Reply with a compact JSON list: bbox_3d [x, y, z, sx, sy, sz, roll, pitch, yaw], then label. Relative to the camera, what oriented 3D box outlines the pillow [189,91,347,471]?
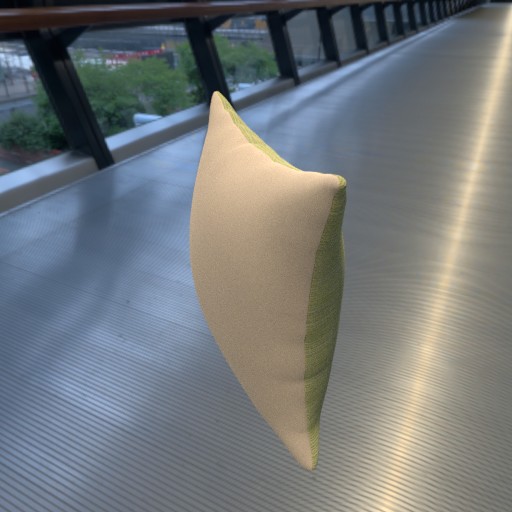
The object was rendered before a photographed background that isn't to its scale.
[{"bbox_3d":[0.000,0.000,0.800,0.229,0.487,0.560,-9,31,-16],"label":"pillow"}]
